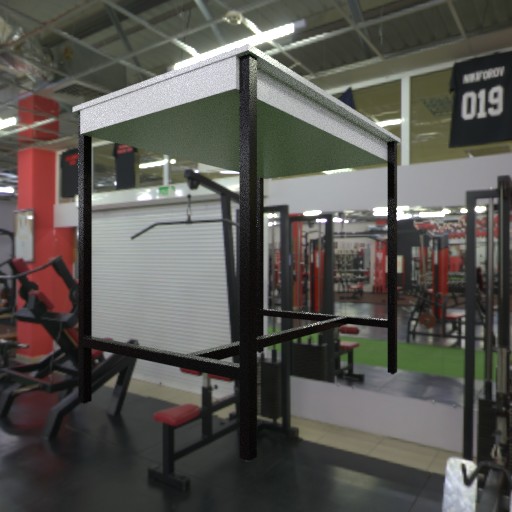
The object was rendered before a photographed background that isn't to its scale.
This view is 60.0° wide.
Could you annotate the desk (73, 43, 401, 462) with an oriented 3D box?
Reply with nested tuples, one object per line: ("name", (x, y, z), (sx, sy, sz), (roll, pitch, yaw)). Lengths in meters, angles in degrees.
("desk", (0.000, 0.000, 1.294), (0.573, 0.766, 0.811), (0, 0, 37))
